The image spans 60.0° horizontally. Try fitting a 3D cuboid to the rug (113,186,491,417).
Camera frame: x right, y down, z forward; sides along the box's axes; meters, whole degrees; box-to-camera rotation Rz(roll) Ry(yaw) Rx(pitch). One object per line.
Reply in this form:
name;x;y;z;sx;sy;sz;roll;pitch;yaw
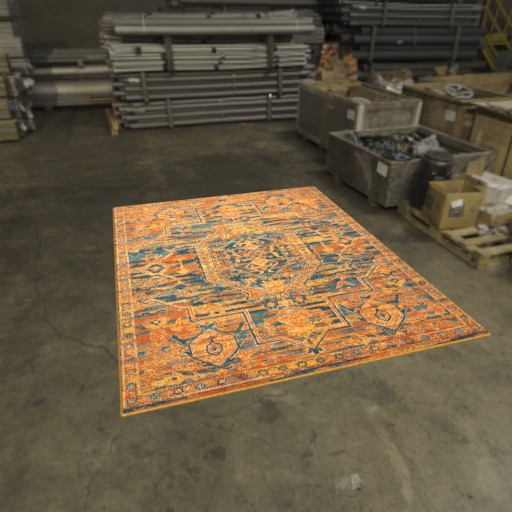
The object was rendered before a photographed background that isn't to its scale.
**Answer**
rug;0.000;0.000;3.975;2.435;0.031;3.040;-8;30;-15
